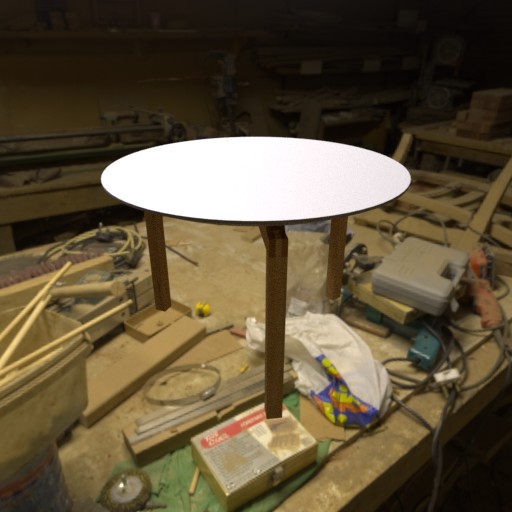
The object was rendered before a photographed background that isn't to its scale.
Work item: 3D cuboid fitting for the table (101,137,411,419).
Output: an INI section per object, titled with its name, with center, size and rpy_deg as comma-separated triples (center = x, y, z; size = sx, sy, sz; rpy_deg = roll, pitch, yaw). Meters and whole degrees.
[table]
center = 0.000, 0.000, 0.988
size = 0.600, 0.405, 0.600
rpy_deg = 0, 26, 0
